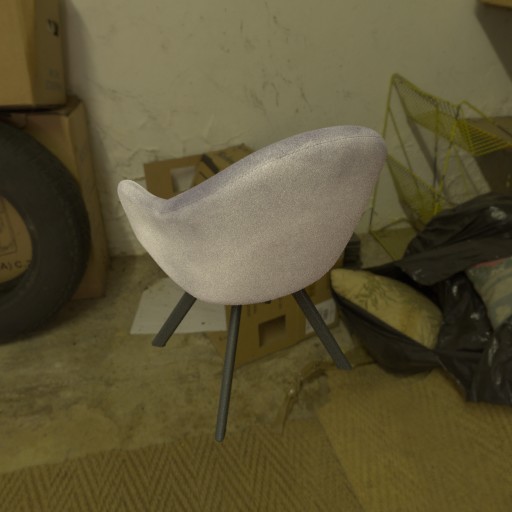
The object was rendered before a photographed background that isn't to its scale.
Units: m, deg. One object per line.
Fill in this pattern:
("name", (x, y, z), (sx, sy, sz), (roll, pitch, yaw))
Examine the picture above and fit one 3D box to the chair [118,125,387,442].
("chair", (0.000, 0.000, 1.181), (0.570, 0.780, 0.540), (-19, 36, -28))
